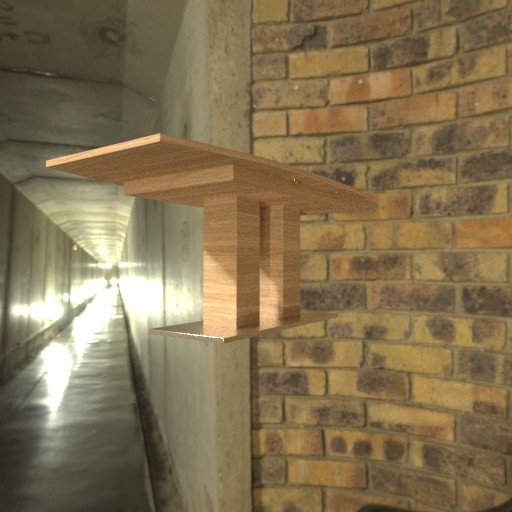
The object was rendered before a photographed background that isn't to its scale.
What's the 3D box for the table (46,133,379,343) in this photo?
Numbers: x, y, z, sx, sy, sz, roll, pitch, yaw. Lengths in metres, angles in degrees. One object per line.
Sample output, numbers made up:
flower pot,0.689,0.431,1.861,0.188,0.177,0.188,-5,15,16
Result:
table,0.000,0.000,2.439,0.900,0.750,2.032,-1,-1,35
